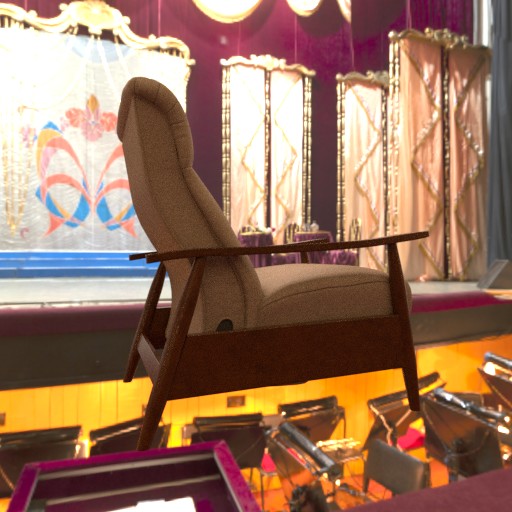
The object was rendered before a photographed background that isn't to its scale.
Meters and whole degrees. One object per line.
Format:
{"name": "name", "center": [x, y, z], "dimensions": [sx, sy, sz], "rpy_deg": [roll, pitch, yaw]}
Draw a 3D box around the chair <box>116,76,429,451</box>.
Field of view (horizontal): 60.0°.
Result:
{"name": "chair", "center": [0.000, 0.000, 1.733], "dimensions": [1.030, 1.082, 0.762], "rpy_deg": [0, 0, -20]}
